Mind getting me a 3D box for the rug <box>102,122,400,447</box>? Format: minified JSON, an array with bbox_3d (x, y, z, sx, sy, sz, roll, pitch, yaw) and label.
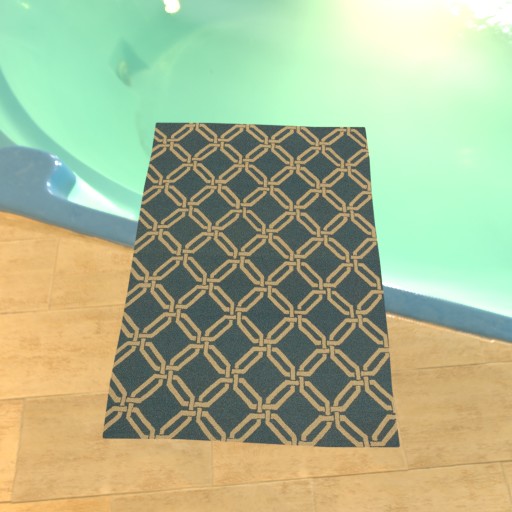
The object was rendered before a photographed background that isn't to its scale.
[{"bbox_3d":[0.000,0.000,2.717,1.524,0.013,2.135,1,63,1],"label":"rug"}]
